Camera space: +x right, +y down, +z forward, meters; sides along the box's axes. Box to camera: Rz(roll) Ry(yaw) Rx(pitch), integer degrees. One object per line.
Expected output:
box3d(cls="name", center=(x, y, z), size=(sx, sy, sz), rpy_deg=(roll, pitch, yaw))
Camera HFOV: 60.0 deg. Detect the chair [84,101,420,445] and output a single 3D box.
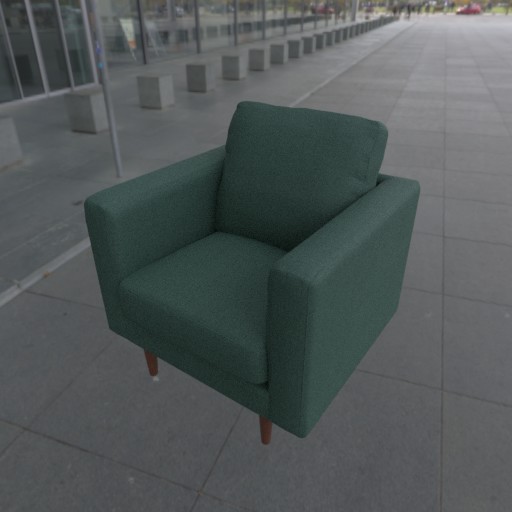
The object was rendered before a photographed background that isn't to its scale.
box3d(cls="chair", center=(0.000, 0.000, 1.567), size=(0.855, 0.927, 0.800), rpy_deg=(19, 35, 30))
